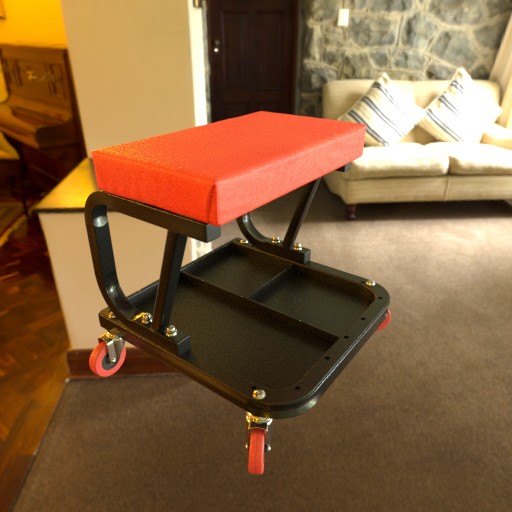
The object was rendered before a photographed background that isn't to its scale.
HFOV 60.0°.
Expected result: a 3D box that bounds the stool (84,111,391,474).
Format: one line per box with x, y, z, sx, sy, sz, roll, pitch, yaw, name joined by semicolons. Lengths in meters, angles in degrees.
0.000;0.000;0.710;0.371;0.380;0.446;19;33;32;stool
